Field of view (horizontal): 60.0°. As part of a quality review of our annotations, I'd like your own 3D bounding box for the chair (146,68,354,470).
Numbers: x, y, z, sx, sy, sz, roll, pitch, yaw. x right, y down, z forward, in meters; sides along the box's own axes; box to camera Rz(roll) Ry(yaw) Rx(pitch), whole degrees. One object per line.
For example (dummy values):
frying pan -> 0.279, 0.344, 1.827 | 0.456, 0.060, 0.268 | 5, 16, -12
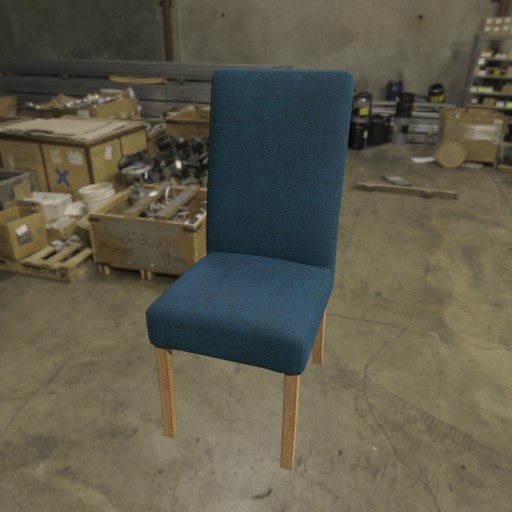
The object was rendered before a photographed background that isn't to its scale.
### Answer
chair -> 0.000, 0.000, 1.358 | 0.450, 1.029, 0.610 | 8, 27, 16
